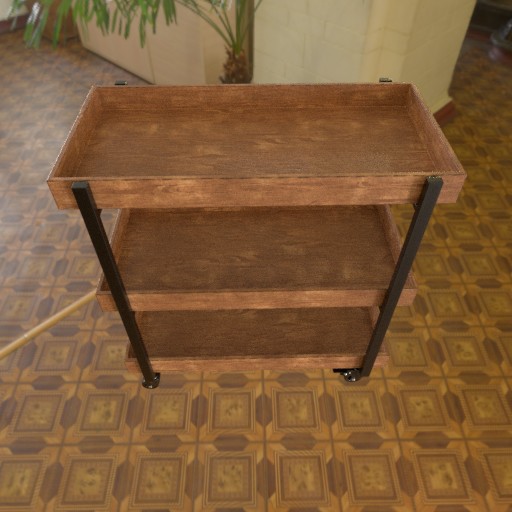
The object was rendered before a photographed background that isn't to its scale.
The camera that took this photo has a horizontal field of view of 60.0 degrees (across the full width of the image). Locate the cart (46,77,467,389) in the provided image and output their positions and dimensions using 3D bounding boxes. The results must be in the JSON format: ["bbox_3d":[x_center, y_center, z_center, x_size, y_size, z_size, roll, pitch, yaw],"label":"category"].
[{"bbox_3d":[0.000,0.000,1.204,0.750,0.800,0.411,-1,47,-1],"label":"cart"}]
